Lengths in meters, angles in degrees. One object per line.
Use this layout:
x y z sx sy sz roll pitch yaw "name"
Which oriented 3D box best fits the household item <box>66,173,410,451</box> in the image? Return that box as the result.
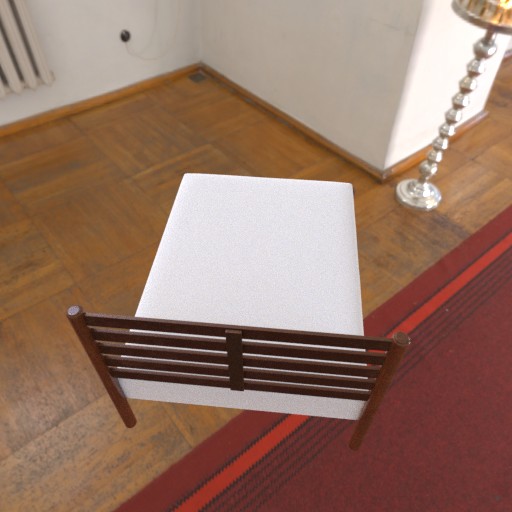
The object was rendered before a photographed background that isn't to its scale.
0.000 0.000 3.339 1.663 1.356 2.232 4 47 4 "household item"
